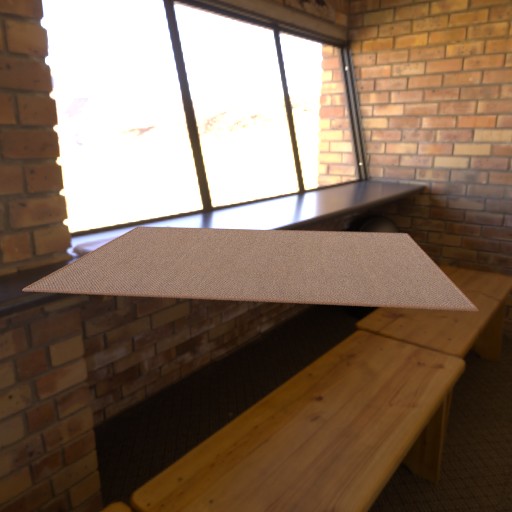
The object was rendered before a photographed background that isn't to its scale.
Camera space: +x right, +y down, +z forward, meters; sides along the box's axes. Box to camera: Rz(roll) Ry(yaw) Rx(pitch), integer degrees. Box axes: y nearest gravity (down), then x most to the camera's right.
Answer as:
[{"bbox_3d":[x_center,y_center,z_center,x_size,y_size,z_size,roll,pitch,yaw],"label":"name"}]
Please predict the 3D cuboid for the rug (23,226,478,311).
[{"bbox_3d":[0.000,0.000,2.769,2.134,0.013,1.524,2,16,7],"label":"rug"}]
